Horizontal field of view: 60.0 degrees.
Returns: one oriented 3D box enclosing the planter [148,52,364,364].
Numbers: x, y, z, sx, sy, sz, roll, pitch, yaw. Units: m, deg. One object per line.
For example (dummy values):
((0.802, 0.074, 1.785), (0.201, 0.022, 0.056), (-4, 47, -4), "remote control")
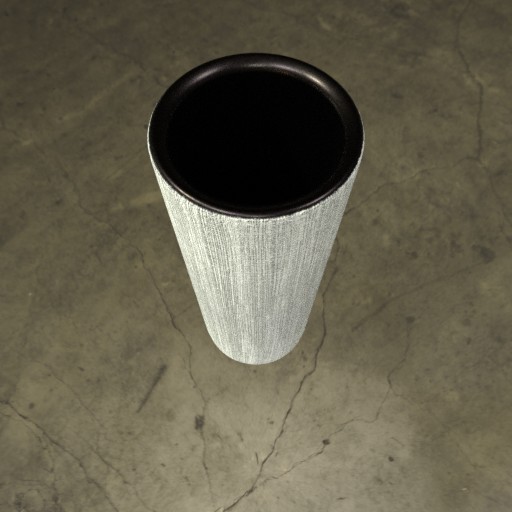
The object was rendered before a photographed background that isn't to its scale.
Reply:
((0.000, 0.000, 0.323), (0.100, 0.270, 0.100), (37, 69, 17), "planter")
